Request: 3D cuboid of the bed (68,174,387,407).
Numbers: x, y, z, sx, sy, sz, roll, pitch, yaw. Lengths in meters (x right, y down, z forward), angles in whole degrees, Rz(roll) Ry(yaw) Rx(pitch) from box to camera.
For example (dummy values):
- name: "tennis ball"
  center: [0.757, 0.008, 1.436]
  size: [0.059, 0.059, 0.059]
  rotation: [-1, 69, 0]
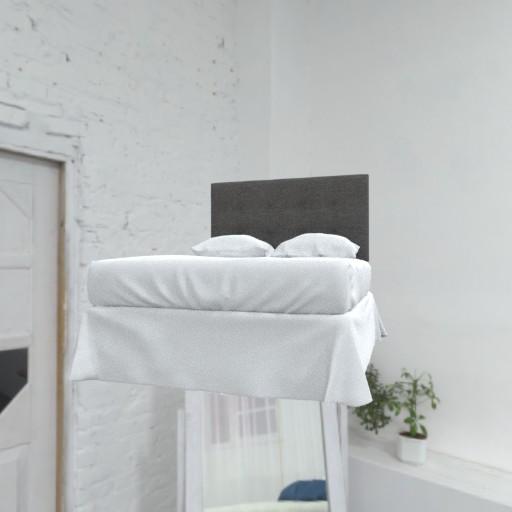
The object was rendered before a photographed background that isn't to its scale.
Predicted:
- name: "bed"
  center: [0.000, 0.000, 3.513]
  size: [1.936, 1.577, 2.222]
  rotation: [0, -1, 18]
